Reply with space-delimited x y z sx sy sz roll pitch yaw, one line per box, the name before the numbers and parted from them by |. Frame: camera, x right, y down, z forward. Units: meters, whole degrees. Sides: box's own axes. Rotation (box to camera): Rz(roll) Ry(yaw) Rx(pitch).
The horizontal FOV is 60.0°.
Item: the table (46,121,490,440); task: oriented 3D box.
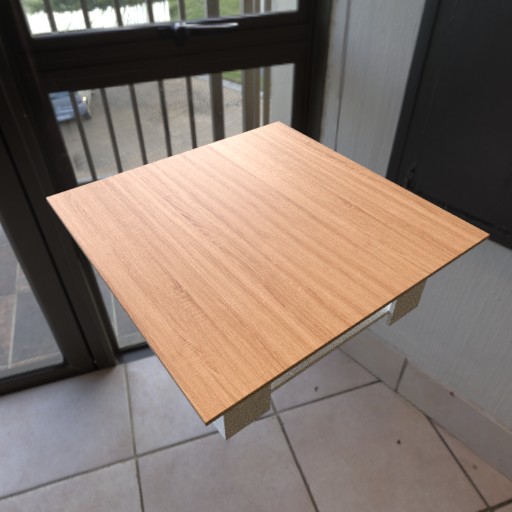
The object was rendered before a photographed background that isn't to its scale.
table | 0.000 0.000 1.347 0.890 0.305 0.890 -26 47 -27
